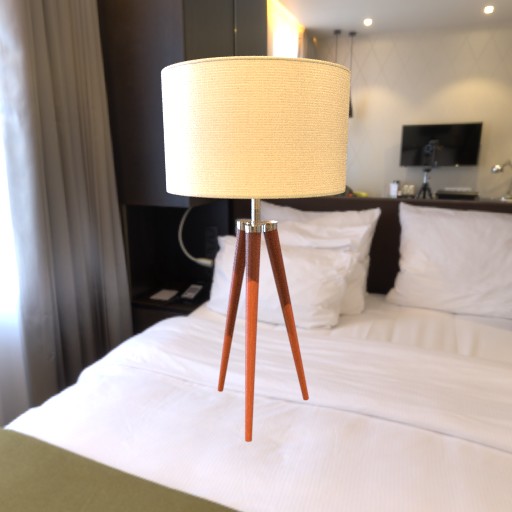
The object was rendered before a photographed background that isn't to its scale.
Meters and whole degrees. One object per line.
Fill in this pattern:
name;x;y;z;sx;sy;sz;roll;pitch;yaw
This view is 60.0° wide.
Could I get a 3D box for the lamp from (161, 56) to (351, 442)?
lamp;0.000;0.000;0.928;0.354;0.709;0.355;-2;14;-9
